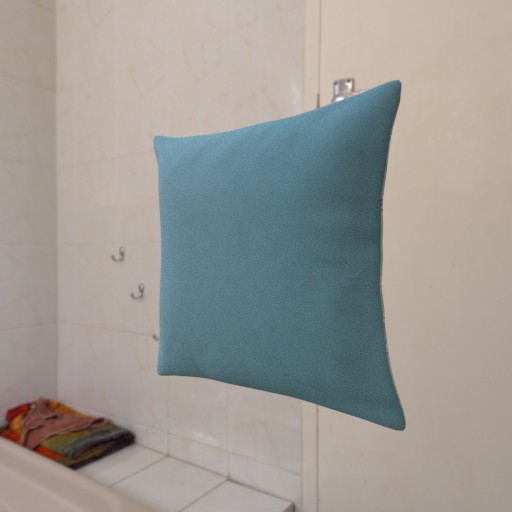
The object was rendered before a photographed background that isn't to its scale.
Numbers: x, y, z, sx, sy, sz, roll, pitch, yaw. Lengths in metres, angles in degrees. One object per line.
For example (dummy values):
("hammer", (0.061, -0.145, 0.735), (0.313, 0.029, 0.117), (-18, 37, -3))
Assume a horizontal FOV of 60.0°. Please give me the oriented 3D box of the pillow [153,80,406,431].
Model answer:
("pillow", (0.000, 0.000, 0.790), (0.526, 0.507, 0.166), (0, 0, 36))
